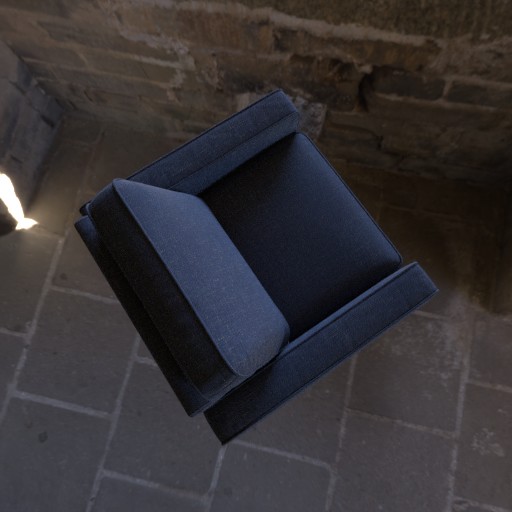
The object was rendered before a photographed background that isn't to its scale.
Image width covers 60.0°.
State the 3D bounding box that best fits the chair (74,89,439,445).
[{"bbox_3d":[0.000,0.000,1.699,0.940,0.919,1.017,-33,78,-8],"label":"chair"}]
